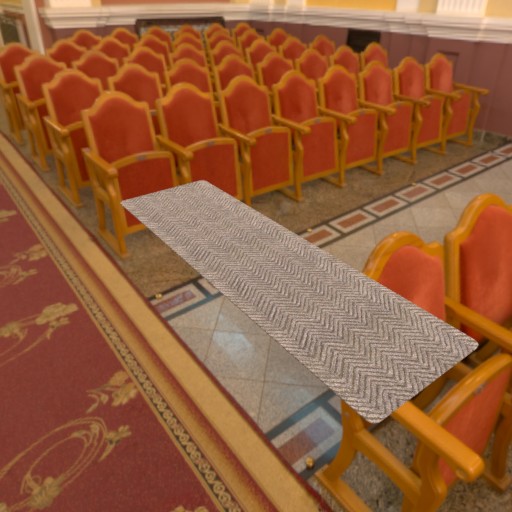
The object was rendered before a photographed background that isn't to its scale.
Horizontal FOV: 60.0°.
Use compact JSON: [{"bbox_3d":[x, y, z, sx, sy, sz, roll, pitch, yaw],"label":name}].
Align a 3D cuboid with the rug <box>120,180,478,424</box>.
[{"bbox_3d":[0.000,0.000,2.488,0.686,0.008,2.286,-21,38,-30],"label":"rug"}]
